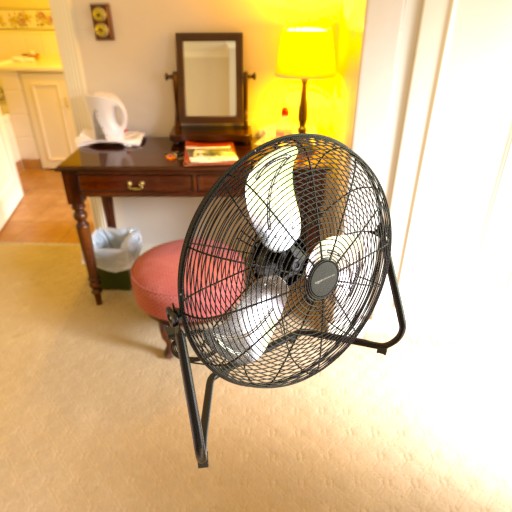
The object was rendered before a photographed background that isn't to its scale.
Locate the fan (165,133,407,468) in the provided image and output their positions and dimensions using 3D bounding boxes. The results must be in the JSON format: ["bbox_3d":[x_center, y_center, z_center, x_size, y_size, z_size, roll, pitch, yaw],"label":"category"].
[{"bbox_3d":[0.000,0.000,0.931,0.555,0.546,0.424,-20,35,-31],"label":"fan"}]
